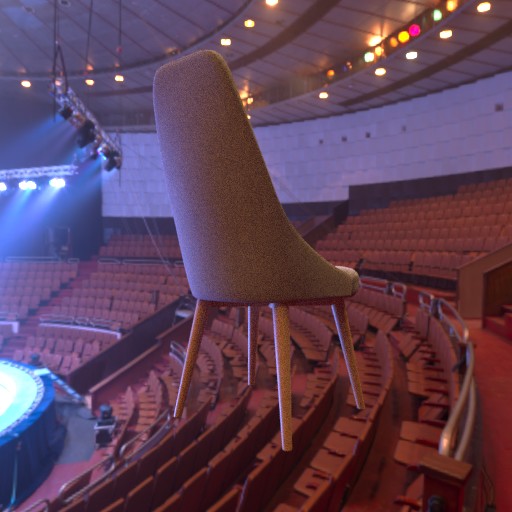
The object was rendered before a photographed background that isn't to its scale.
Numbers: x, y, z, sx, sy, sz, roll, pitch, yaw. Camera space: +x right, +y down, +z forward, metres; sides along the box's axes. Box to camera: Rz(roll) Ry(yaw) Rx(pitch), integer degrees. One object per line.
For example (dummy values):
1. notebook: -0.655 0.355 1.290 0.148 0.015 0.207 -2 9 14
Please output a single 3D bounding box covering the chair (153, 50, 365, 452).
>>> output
1. chair: 0.000 0.000 1.416 0.510 1.040 0.660 0 -1 37
